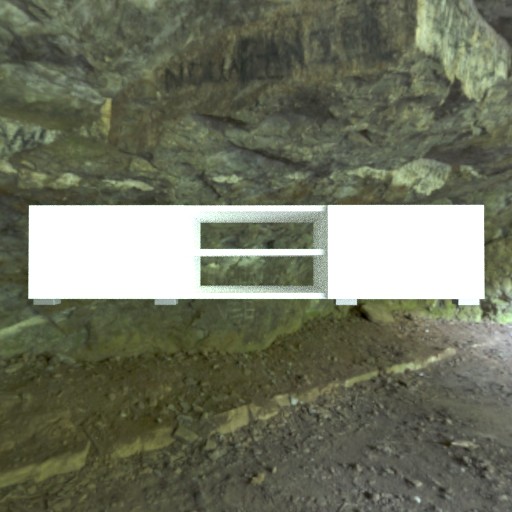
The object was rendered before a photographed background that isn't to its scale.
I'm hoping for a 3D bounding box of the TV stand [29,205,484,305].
[{"bbox_3d":[0.000,0.000,1.570,1.400,0.310,0.420,0,-1,0],"label":"TV stand"}]
